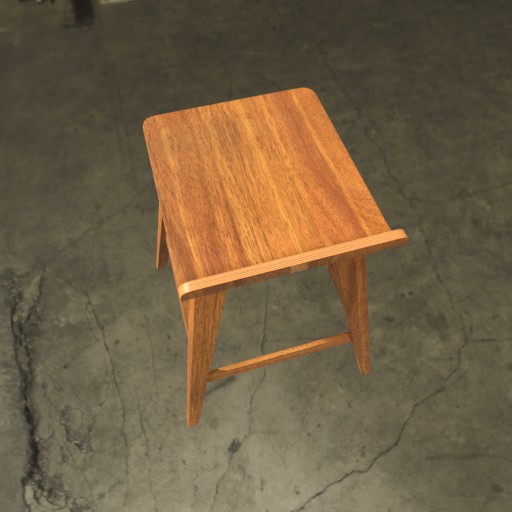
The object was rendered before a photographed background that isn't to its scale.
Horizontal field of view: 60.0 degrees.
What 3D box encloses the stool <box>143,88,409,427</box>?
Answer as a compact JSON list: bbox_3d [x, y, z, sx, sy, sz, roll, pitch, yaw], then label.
[{"bbox_3d":[0.000,0.000,1.012,0.500,0.650,0.500,-14,59,-8],"label":"stool"}]
